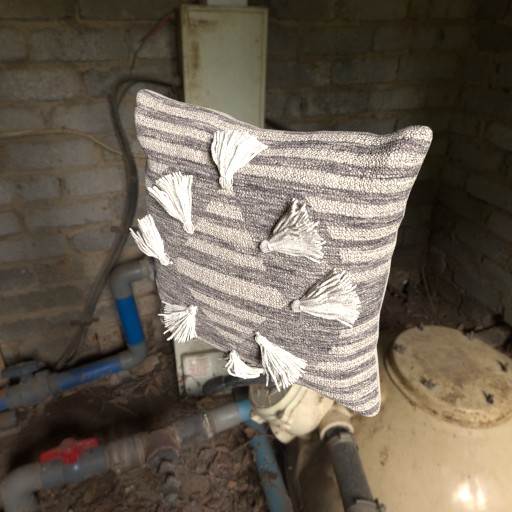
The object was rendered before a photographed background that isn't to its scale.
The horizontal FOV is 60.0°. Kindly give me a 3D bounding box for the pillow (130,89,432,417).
[{"bbox_3d":[0.000,0.000,0.745,0.484,0.490,0.234,17,34,28],"label":"pillow"}]
